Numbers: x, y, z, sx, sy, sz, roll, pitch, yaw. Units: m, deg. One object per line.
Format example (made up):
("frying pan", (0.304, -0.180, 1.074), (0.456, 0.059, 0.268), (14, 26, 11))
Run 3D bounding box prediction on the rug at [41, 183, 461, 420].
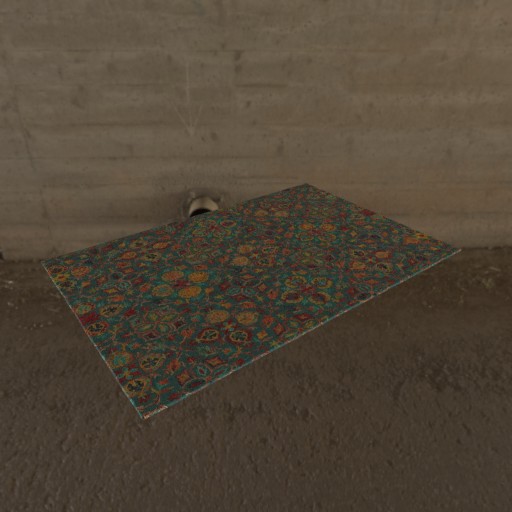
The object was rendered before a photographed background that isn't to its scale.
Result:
("rug", (0.000, 0.000, 2.894), (2.290, 0.016, 1.527), (-21, 36, -31))
